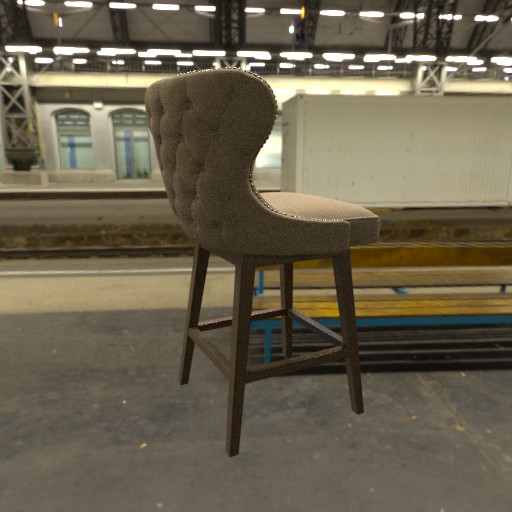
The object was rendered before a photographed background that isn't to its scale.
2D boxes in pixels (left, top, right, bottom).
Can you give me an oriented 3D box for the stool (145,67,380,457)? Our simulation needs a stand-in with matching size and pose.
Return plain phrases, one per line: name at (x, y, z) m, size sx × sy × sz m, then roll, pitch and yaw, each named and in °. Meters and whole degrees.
stool at (0.000, 0.000, 1.350) m, size 0.597 × 0.972 × 0.615 m, roll -7°, pitch 15°, yaw -26°
